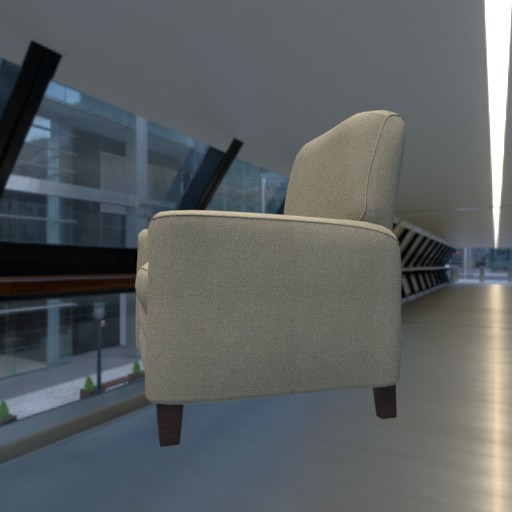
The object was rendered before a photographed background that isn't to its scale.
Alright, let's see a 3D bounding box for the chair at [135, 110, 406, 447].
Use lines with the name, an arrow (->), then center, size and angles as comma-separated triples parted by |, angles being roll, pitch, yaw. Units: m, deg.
chair -> 0.000, 0.000, 1.628 | 0.853, 1.006, 0.850 | 0, 0, -17
